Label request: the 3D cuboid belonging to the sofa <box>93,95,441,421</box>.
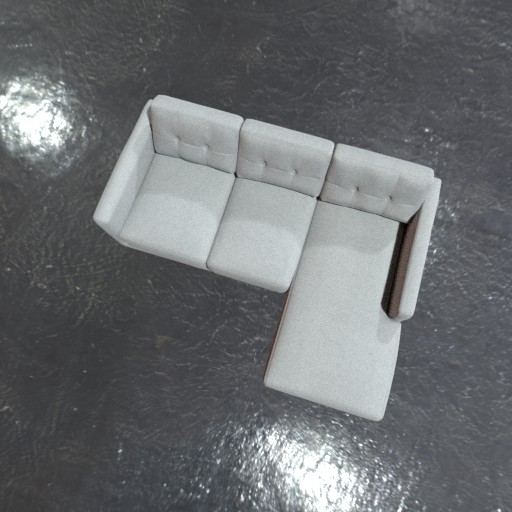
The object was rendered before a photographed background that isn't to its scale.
[{"bbox_3d":[0.000,0.000,2.890,2.040,0.860,1.530,16,76,4],"label":"sofa"}]
